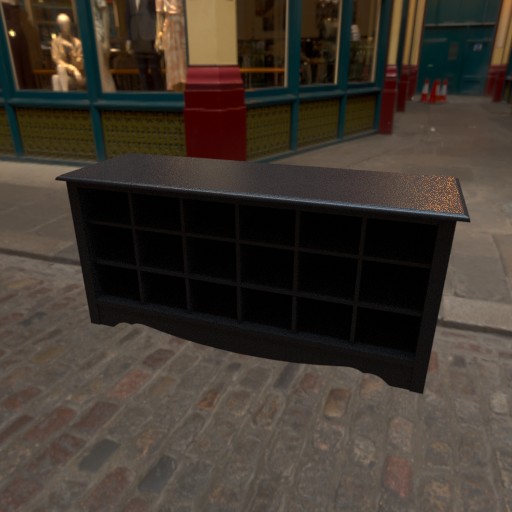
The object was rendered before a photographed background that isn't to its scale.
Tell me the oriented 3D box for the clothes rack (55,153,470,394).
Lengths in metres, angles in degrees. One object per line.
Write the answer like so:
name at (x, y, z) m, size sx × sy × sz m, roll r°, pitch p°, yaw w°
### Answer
clothes rack at (0.000, 0.000, 1.518) m, size 1.219 × 0.556 × 0.406 m, roll 8°, pitch 25°, yaw 17°
